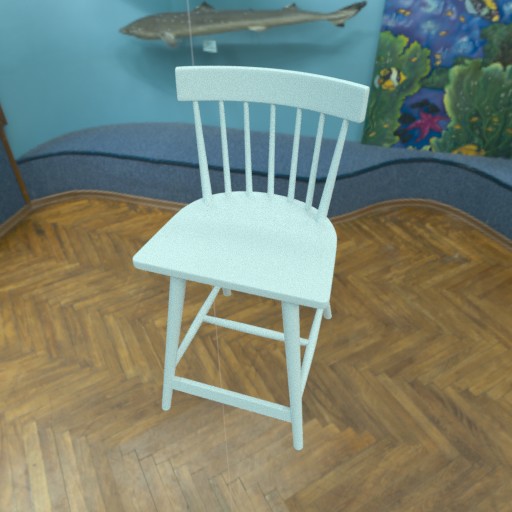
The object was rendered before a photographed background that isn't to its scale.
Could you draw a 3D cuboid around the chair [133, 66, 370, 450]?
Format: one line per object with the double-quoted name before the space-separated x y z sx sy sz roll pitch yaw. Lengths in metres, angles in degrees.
"chair" 0.000 0.000 1.275 0.483 0.952 0.572 11 41 13
